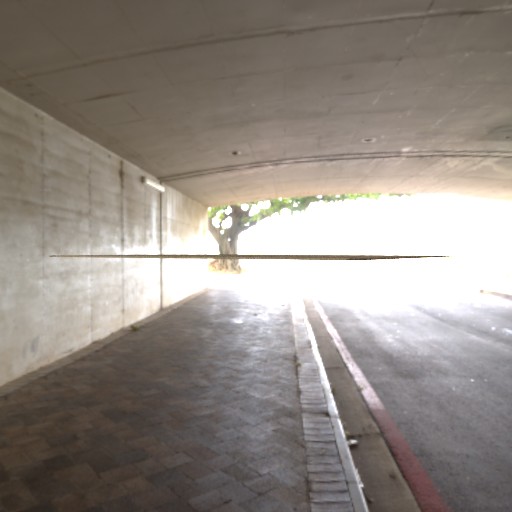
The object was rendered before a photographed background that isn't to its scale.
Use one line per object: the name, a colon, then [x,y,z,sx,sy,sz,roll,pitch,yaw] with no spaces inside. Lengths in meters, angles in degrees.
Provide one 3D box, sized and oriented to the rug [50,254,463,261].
rug: [0.000,0.000,2.290,1.726,0.009,1.278,0,1,36]
